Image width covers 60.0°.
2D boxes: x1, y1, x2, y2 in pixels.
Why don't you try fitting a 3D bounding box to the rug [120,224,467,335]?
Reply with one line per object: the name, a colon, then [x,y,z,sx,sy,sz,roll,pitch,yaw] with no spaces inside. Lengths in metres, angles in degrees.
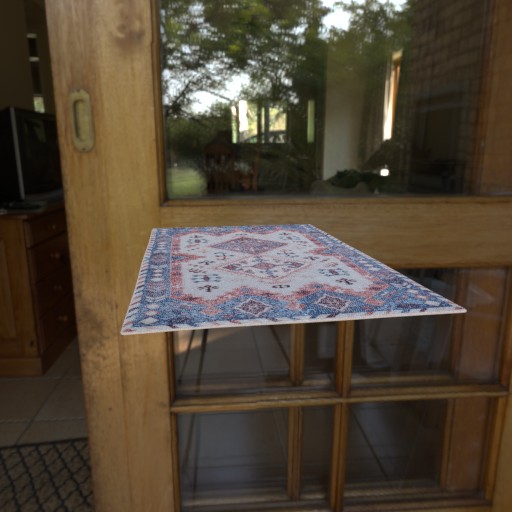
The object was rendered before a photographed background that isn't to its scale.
rug: [0.000,0.000,3.055,1.521,0.023,2.464,-2,13,-10]
